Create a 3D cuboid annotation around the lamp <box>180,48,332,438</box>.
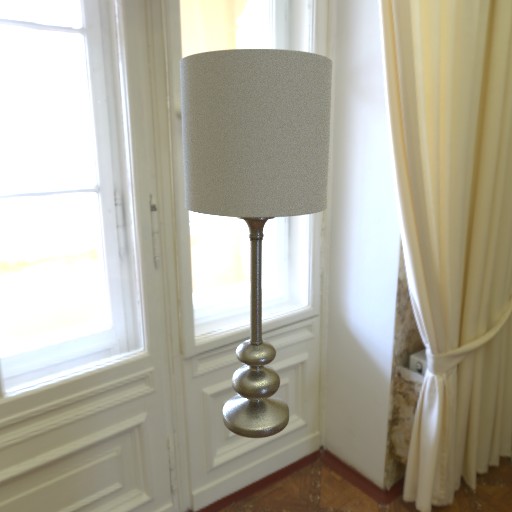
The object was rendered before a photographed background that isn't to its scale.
[{"bbox_3d":[0.000,0.000,0.827,0.254,0.690,0.254,2,15,8],"label":"lamp"}]
